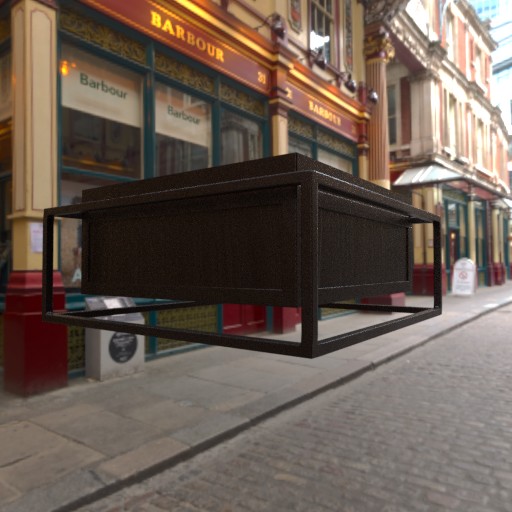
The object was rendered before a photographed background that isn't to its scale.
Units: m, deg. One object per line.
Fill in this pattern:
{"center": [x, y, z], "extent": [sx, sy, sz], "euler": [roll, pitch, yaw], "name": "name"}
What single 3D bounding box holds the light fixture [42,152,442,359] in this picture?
{"center": [0.000, 0.000, 0.687], "extent": [0.441, 0.191, 0.441], "euler": [-1, -2, 36], "name": "light fixture"}
